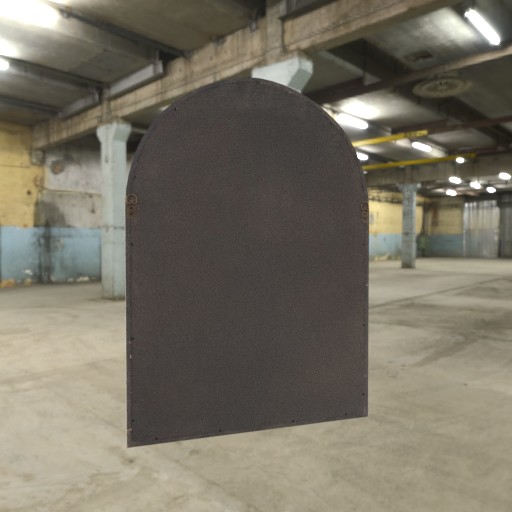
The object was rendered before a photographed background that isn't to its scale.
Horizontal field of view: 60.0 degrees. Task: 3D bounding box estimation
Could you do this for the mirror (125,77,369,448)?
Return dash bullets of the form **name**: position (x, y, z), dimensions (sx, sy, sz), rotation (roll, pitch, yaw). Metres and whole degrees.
- **mirror**: position (0.000, 0.000, 1.167), dimensions (0.660, 0.920, 0.032), rotation (0, 1, -17)
